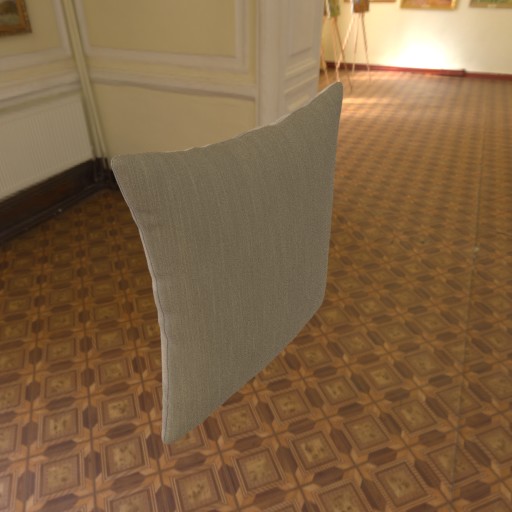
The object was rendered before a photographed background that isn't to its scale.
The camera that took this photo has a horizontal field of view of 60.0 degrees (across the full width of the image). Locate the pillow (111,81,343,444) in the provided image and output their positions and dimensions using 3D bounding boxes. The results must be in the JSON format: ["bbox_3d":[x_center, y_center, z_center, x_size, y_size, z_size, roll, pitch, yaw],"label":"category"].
[{"bbox_3d":[0.000,0.000,0.786,0.161,0.509,0.511,23,39,31],"label":"pillow"}]
